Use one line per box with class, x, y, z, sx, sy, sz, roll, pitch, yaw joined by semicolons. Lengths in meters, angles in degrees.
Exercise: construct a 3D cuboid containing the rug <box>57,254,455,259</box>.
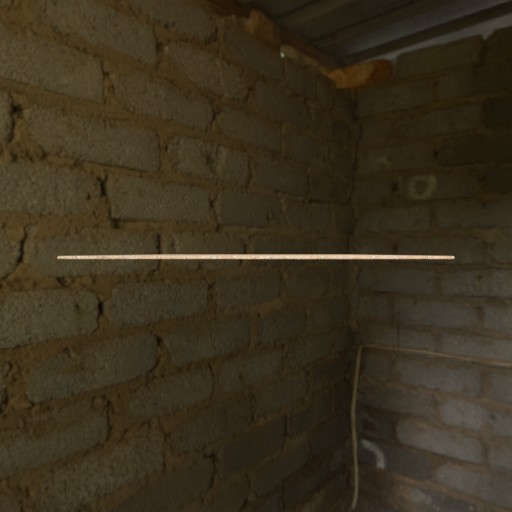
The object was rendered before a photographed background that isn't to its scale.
rug;0.000;0.000;4.215;2.420;0.019;3.039;0;0;0
